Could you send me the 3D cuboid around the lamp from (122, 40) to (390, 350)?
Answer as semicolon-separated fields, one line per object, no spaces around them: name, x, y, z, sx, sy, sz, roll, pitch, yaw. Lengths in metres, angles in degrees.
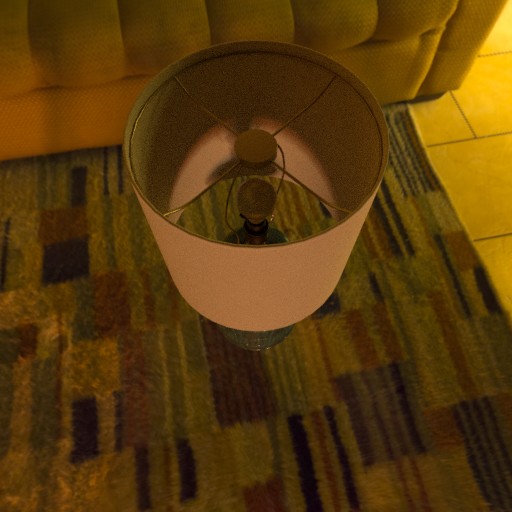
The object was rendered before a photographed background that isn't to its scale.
lamp;0.000;0.000;0.556;0.211;0.455;0.211;-29;67;-13
